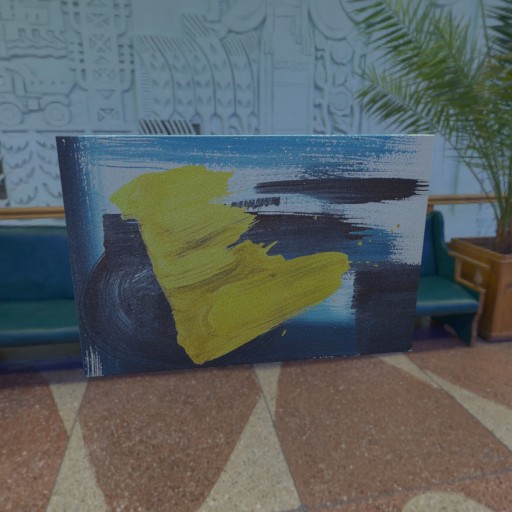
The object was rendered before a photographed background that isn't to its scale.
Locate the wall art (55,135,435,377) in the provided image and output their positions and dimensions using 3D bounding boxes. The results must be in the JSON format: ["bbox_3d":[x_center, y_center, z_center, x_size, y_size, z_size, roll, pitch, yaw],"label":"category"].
[{"bbox_3d":[0.000,0.000,1.161,0.914,0.610,0.039,-3,16,-9],"label":"wall art"}]
